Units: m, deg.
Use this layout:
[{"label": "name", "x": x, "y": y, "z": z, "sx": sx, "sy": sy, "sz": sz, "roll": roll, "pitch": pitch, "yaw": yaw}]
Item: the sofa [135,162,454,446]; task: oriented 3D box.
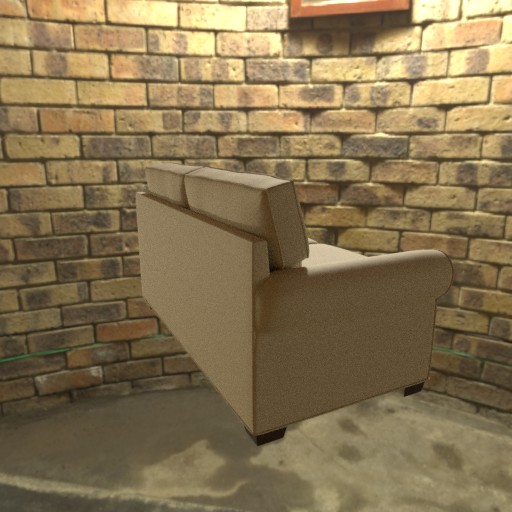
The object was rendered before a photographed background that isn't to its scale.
[{"label": "sofa", "x": 0.000, "y": 0.000, "z": 2.309, "sx": 0.861, "sy": 0.933, "sz": 1.774, "roll": -7, "pitch": 16, "yaw": -26}]
